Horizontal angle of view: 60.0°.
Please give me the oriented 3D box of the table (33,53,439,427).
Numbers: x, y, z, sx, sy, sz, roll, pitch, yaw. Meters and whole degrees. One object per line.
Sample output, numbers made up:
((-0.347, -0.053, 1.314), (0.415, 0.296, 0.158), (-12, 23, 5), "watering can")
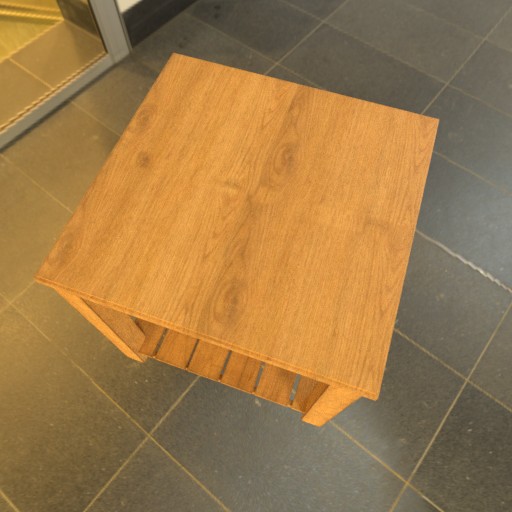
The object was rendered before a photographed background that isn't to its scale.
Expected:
((0.000, 0.000, 1.122), (0.616, 0.593, 0.612), (17, 65, 8), "table")
